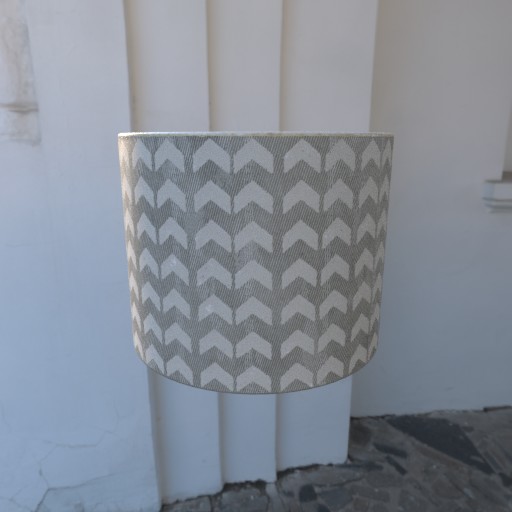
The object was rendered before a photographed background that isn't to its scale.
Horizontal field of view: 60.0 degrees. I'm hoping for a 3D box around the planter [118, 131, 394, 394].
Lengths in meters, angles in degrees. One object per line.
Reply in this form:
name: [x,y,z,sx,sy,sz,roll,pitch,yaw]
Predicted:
planter: [0.000,0.000,0.341,0.190,0.181,0.190,0,15,0]
